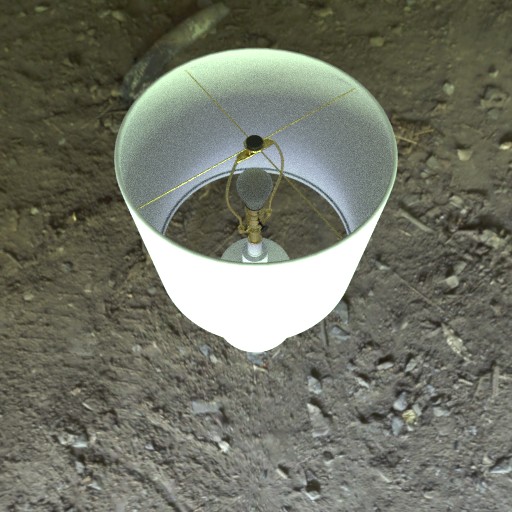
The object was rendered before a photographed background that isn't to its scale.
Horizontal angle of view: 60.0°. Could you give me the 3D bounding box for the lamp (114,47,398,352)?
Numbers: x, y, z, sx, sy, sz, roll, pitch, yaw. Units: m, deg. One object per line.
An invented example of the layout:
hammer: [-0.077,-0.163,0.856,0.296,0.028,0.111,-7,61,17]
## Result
lamp: [0.000,0.000,0.711,0.301,0.533,0.301,-33,67,-16]
